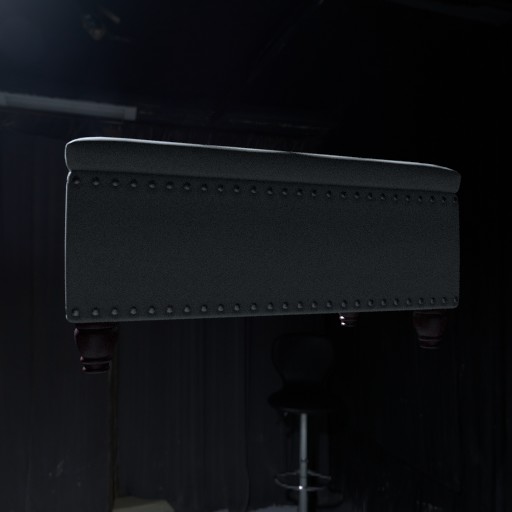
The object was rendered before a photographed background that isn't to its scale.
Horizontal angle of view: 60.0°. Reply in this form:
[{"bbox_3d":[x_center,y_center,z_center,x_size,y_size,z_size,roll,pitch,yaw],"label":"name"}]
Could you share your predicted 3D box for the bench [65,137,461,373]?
[{"bbox_3d":[0.000,0.000,1.162,0.887,0.449,0.500,0,-1,-18],"label":"bench"}]
